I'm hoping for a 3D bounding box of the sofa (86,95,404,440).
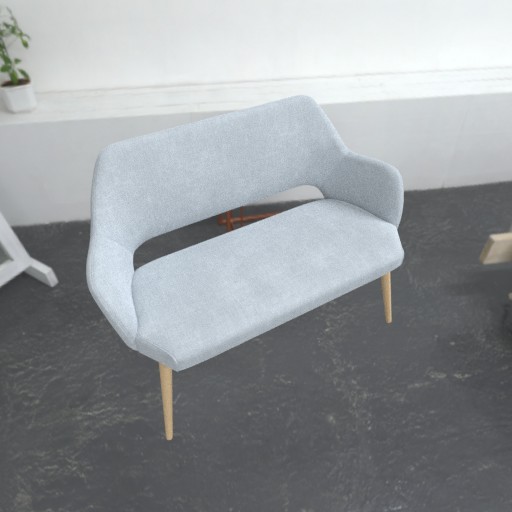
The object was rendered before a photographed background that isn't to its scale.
[{"bbox_3d":[0.000,0.000,1.625,1.150,0.840,0.610,-22,48,-21],"label":"sofa"}]
